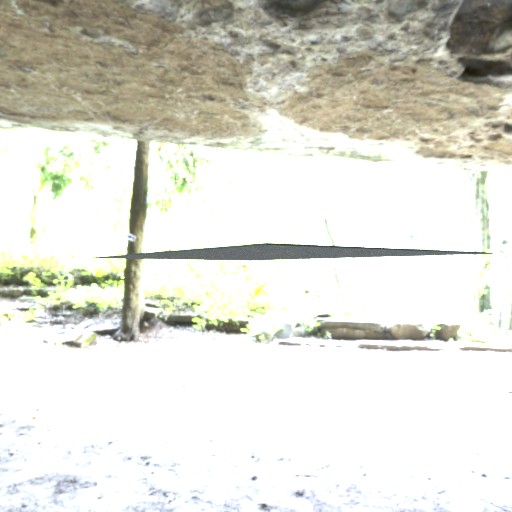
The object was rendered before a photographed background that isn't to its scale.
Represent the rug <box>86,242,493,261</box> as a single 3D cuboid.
[{"bbox_3d":[0.000,0.000,2.853,1.522,0.008,2.284,1,-2,-36],"label":"rug"}]
